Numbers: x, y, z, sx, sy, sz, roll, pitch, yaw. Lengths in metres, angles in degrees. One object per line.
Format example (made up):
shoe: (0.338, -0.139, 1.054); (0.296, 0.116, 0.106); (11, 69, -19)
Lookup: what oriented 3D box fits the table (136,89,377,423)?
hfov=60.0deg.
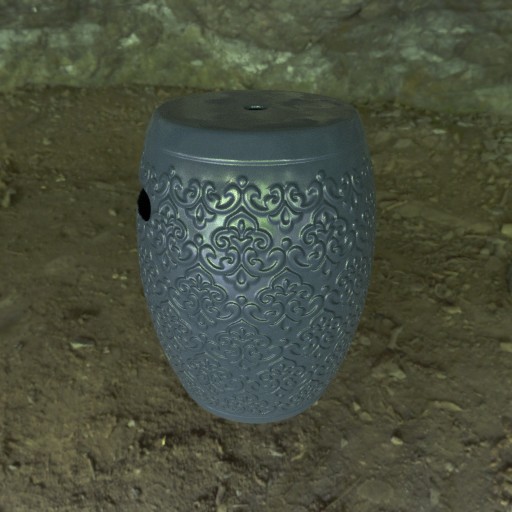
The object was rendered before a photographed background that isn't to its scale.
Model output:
table: (0.000, 0.000, 0.606); (0.309, 0.397, 0.309); (0, 30, 0)
